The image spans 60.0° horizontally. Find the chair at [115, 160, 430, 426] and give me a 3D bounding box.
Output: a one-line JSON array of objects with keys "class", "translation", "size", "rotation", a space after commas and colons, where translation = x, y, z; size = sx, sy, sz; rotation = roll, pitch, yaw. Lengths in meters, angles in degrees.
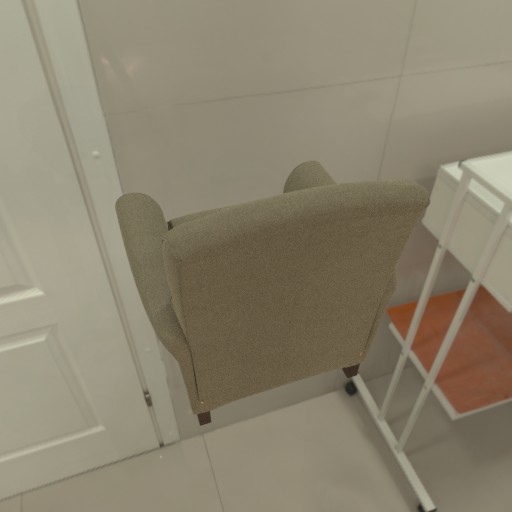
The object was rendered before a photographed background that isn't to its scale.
[{"class": "chair", "translation": [0.000, 0.000, 1.757], "size": [0.978, 1.061, 0.905], "rotation": [-13, 43, -15]}]
